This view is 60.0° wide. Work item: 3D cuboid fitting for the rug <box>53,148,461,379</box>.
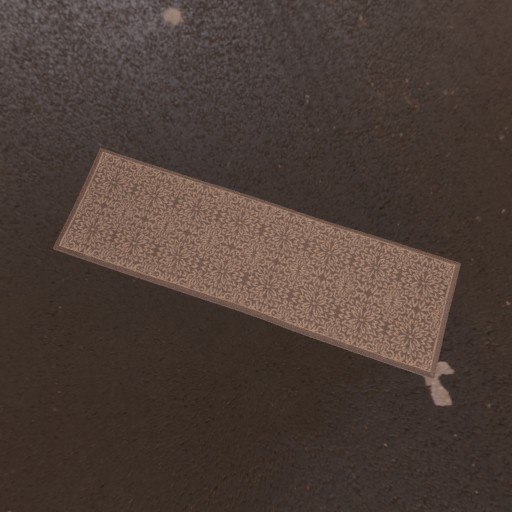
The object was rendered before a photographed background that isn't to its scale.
[{"bbox_3d":[0.000,0.000,2.488,2.196,0.011,0.662,18,76,5],"label":"rug"}]
